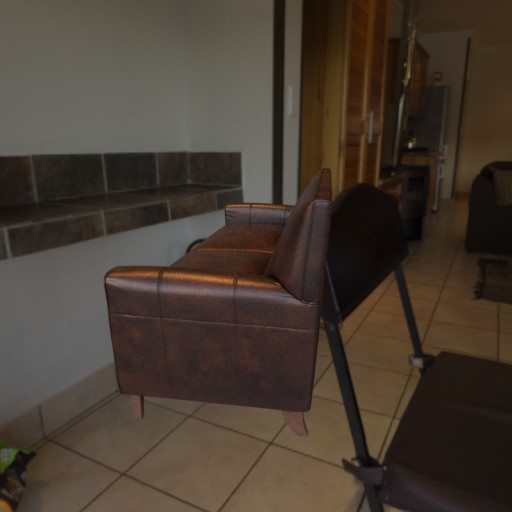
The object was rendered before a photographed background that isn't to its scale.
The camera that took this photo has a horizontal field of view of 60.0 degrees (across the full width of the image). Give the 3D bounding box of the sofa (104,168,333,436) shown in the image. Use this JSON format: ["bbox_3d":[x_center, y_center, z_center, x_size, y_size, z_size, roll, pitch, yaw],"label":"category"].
[{"bbox_3d":[0.000,0.000,2.437,0.786,0.871,1.995,2,14,9],"label":"sofa"}]
